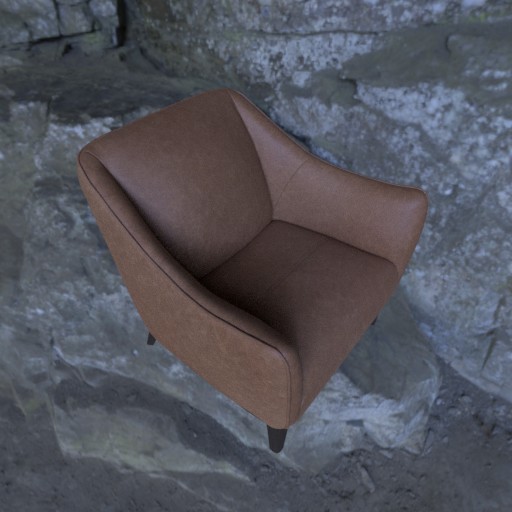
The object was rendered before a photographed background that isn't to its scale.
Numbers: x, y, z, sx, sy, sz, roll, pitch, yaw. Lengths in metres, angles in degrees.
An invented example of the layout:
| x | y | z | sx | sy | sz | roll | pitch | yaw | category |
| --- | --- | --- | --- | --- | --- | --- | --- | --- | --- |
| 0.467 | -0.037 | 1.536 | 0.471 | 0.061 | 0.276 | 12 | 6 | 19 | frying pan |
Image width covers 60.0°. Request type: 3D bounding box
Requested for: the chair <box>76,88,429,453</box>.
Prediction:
| x | y | z | sx | sy | sz | roll | pitch | yaw | category |
| --- | --- | --- | --- | --- | --- | --- | --- | --- | --- |
| 0.000 | 0.000 | 1.537 | 0.852 | 0.830 | 0.871 | 27 | 47 | 28 | chair |
